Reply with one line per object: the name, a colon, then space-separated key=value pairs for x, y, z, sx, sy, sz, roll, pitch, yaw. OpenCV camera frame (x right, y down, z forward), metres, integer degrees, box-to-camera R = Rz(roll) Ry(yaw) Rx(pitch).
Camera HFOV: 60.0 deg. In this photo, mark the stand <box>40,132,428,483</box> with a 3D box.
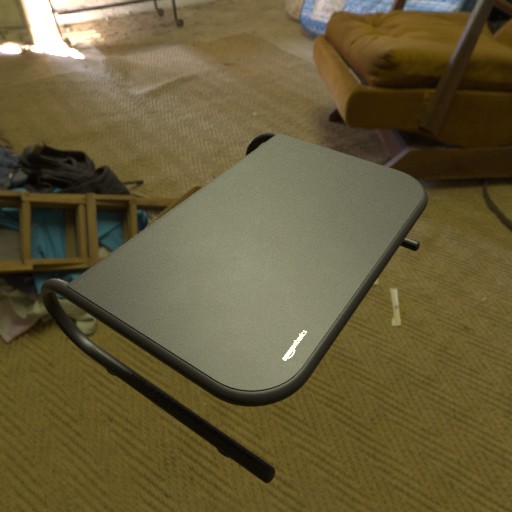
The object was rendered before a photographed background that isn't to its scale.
stand: x=0.000 y=0.000 z=0.507 sx=0.280 sy=0.108 sz=0.370 roll=25 pitch=48 yaw=25
